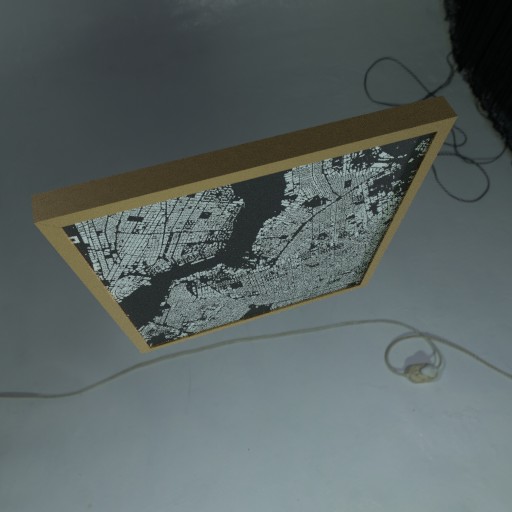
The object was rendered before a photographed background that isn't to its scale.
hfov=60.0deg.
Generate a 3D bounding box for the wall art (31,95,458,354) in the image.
[{"bbox_3d":[0.000,0.000,1.871,1.284,1.284,0.095,-16,63,-8],"label":"wall art"}]
